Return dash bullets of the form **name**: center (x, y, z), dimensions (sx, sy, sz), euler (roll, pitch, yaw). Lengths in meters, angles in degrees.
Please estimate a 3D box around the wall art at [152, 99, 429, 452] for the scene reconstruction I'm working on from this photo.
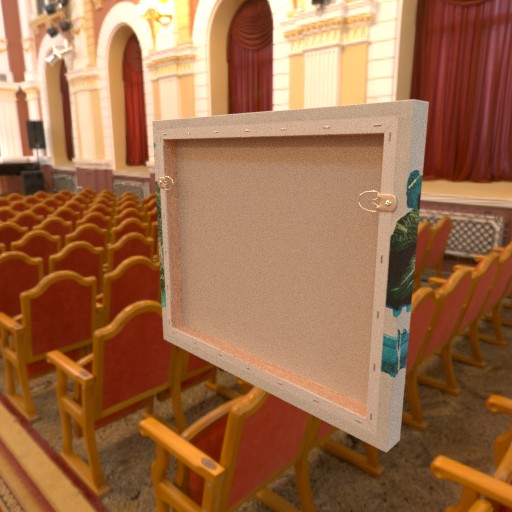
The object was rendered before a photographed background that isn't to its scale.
- **wall art**: center (0.000, 0.000, 0.709), dimensions (0.507, 0.435, 0.041), euler (13, 19, 43)
